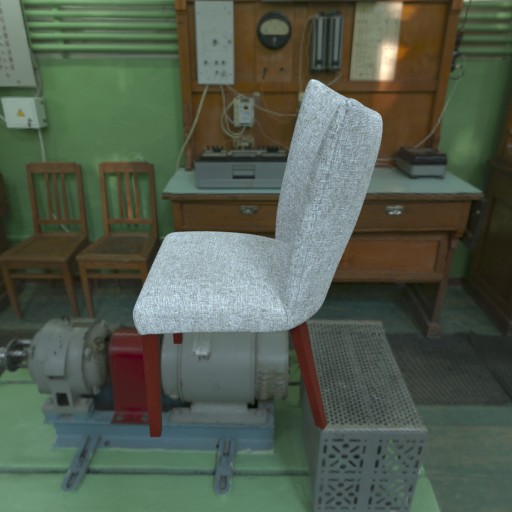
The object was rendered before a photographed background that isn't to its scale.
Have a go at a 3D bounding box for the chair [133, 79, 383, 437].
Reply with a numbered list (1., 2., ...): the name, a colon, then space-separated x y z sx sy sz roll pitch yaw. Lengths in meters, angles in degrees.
1. chair: 0.000 0.000 1.289 0.623 0.924 0.535 0 25 -1
